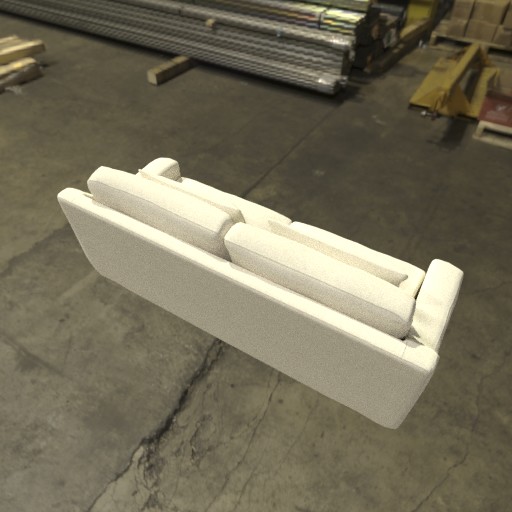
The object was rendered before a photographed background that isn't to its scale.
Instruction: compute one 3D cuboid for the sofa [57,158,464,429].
[{"bbox_3d":[0.000,0.000,2.960,2.470,1.022,1.009,24,50,22],"label":"sofa"}]
